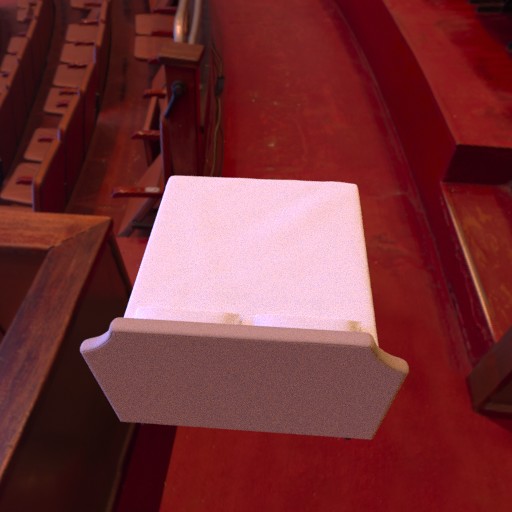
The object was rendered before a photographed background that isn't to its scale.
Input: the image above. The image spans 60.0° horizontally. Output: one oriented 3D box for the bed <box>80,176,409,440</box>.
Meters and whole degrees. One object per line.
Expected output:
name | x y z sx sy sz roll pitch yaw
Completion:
bed | 0.000 0.000 4.212 2.350 1.590 2.773 3 48 3
